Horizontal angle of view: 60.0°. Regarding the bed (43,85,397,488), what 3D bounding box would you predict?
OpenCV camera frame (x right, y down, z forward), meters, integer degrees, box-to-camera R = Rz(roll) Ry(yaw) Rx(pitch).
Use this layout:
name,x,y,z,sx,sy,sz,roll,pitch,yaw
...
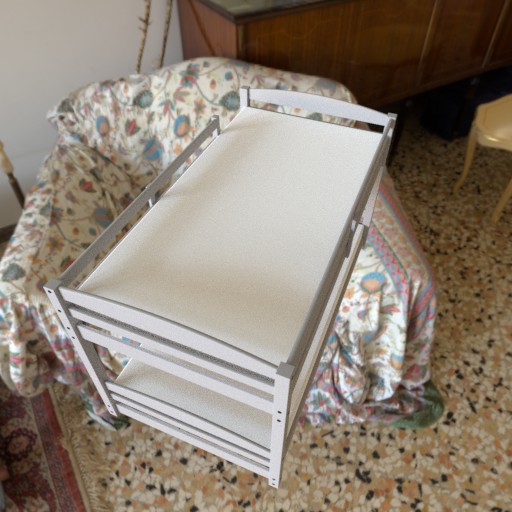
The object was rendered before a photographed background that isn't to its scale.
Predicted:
name,x,y,z,sx,sy,sz,roll,pitch,yaw
bed,0.000,0.000,2.718,1.105,1.206,2.013,17,48,16
